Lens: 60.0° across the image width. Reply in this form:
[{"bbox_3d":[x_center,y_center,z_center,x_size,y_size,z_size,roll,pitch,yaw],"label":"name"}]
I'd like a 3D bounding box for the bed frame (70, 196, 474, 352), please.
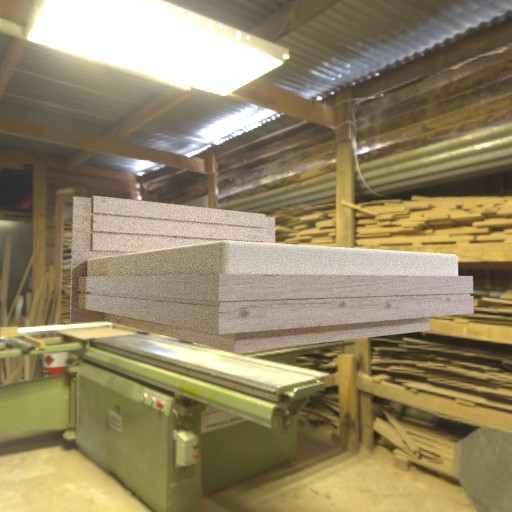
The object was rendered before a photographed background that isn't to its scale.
[{"bbox_3d":[0.000,0.000,3.092,1.950,0.970,2.080,2,-4,-36],"label":"bed frame"}]
